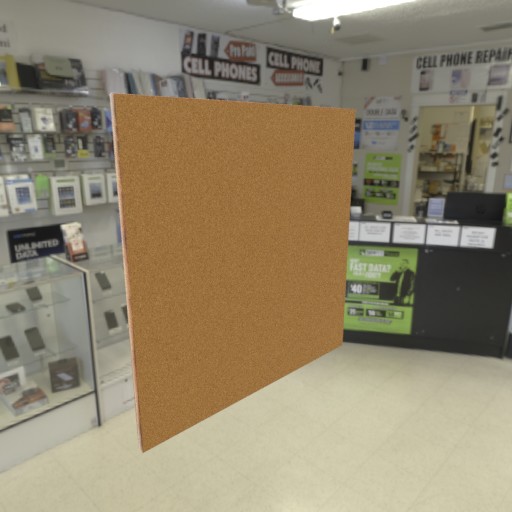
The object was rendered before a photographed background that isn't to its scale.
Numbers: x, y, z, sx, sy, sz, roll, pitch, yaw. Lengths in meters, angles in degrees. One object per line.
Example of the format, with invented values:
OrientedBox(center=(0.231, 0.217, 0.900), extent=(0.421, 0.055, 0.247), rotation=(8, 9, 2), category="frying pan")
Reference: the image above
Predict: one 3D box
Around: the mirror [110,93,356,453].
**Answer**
OrientedBox(center=(0.000, 0.000, 1.235), extent=(0.804, 0.804, 0.061), rotation=(-14, 21, -42), category="mirror")
